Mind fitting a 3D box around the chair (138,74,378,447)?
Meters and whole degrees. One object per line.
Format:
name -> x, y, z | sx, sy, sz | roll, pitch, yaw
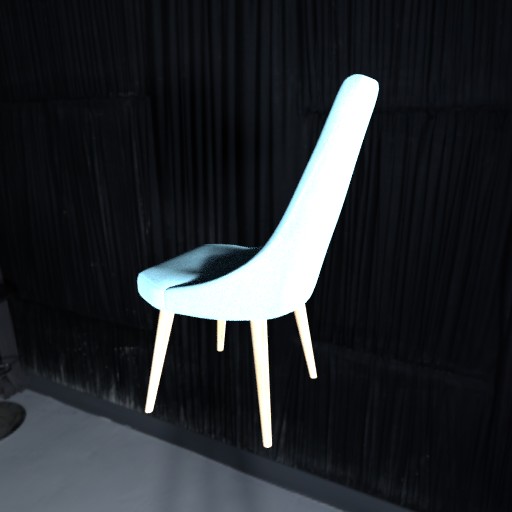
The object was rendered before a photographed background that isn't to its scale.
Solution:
chair -> 0.000, 0.000, 1.416 | 0.660, 1.040, 0.510 | 8, 18, 25
